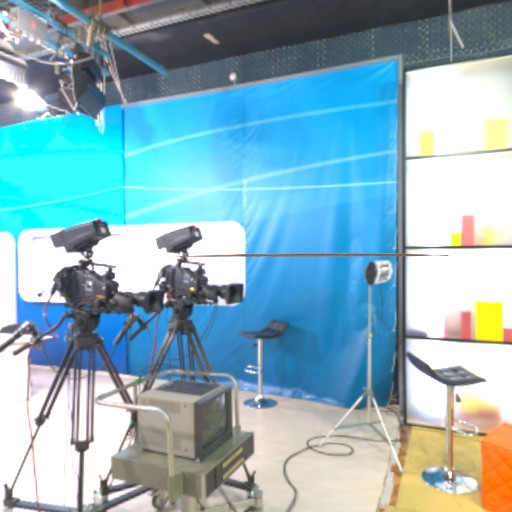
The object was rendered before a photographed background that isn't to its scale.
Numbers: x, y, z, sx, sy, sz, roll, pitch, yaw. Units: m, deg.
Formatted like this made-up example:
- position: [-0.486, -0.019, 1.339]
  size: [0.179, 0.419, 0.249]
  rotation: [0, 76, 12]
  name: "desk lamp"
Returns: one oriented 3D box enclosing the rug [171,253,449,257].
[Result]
- position: [0.000, 0.000, 2.712]
  size: [0.799, 0.010, 2.444]
  rotation: [0, 0, -16]
  name: "rug"
